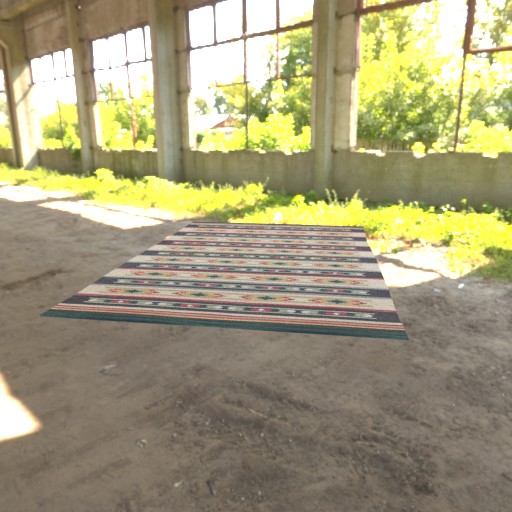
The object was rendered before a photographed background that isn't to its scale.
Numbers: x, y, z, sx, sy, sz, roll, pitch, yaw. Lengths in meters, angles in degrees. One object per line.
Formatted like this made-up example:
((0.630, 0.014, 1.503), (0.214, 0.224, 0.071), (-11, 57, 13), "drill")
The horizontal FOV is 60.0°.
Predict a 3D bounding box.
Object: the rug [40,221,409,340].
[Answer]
((0.000, 0.000, 2.299), (1.221, 0.009, 1.825), (2, 15, 9), "rug")
